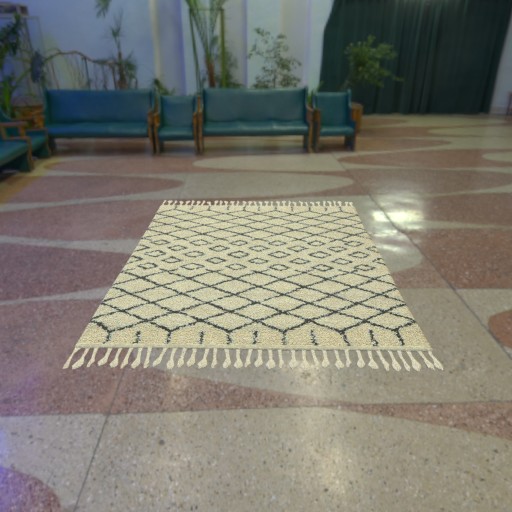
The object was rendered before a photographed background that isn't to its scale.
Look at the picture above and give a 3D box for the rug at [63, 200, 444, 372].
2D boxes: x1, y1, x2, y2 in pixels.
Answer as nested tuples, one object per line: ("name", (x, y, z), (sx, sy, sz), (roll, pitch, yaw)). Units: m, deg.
("rug", (0.000, 0.000, 4.193), (2.388, 0.030, 3.213), (0, 26, 1))
